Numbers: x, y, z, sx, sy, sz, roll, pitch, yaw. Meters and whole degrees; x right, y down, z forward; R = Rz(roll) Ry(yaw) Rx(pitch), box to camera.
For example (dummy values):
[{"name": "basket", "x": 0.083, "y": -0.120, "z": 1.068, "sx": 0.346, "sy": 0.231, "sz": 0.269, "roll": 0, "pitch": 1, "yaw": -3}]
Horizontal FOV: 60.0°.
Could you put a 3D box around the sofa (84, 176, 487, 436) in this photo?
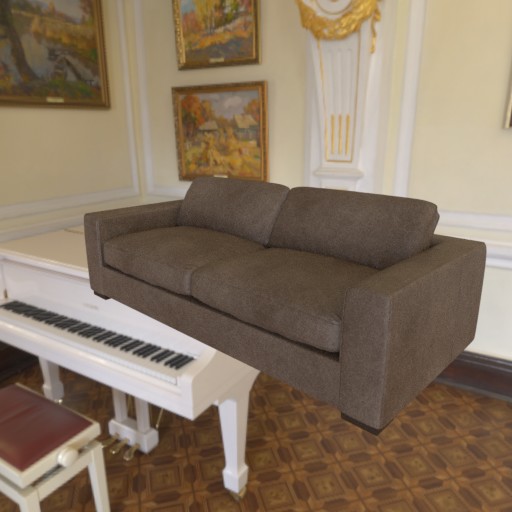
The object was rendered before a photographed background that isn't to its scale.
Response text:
[{"name": "sofa", "x": 0.000, "y": 0.000, "z": 2.662, "sx": 2.262, "sy": 0.801, "sz": 1.070, "roll": 15, "pitch": 22, "yaw": 41}]
